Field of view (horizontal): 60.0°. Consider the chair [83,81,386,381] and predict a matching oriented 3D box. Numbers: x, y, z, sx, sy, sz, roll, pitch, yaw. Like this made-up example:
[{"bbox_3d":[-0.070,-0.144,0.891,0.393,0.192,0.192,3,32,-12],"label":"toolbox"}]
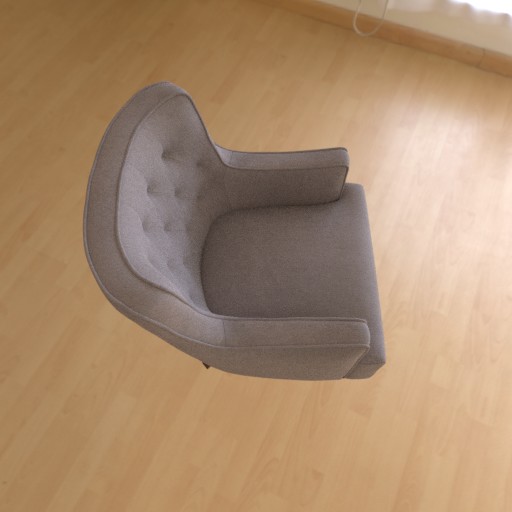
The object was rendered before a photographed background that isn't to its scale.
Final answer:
[{"bbox_3d":[0.000,0.000,1.587,0.910,0.919,0.781,0,63,0],"label":"chair"}]
